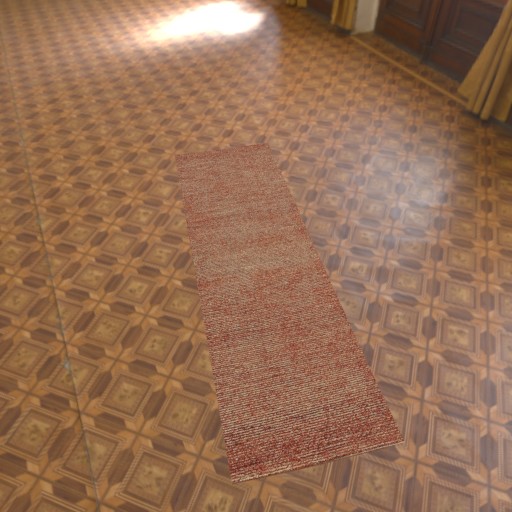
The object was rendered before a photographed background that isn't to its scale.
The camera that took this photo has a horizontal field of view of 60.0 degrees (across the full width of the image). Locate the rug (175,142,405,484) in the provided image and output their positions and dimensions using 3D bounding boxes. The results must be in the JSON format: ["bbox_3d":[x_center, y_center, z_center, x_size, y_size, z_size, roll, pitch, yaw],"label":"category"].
[{"bbox_3d":[0.000,0.000,2.548,0.718,0.013,2.353,-9,46,-9],"label":"rug"}]
